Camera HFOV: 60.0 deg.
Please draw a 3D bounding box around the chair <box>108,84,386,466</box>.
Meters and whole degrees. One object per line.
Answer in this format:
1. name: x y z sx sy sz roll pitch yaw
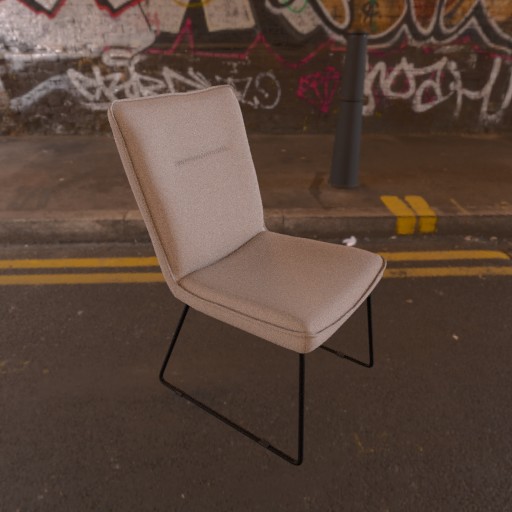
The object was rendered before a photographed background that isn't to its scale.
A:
1. chair: 0.000 0.000 1.387 0.688 0.930 0.515 19 33 32
